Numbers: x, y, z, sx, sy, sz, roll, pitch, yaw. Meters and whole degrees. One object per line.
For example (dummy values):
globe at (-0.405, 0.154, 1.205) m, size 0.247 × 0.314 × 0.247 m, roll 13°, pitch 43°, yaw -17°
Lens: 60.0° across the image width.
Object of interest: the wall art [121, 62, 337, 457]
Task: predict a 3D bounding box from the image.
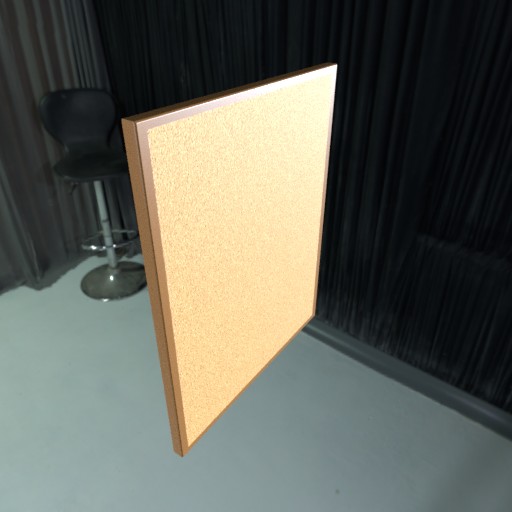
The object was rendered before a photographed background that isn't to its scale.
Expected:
wall art at (0.000, 0.000, 0.515) m, size 0.015 × 0.379 × 0.310 m, roll 20°, pitch 37°, yaw 29°
